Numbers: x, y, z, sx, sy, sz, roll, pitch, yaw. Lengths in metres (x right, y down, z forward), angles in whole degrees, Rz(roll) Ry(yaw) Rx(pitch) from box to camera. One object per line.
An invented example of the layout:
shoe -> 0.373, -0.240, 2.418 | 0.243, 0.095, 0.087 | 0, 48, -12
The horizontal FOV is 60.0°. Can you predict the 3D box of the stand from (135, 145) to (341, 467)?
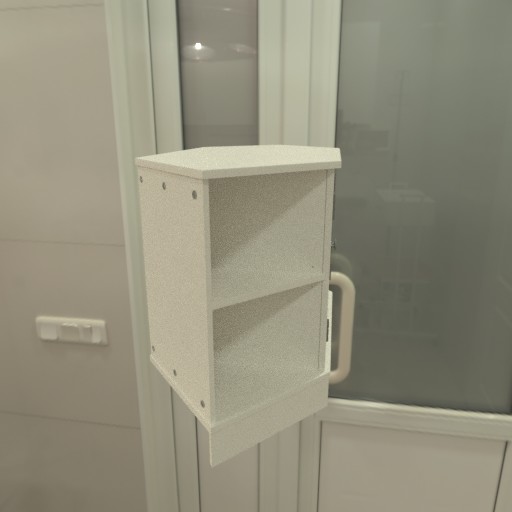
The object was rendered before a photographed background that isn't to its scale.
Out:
stand -> 0.000, 0.000, 1.343 | 0.477, 0.614, 1.072 | 3, 17, 10
